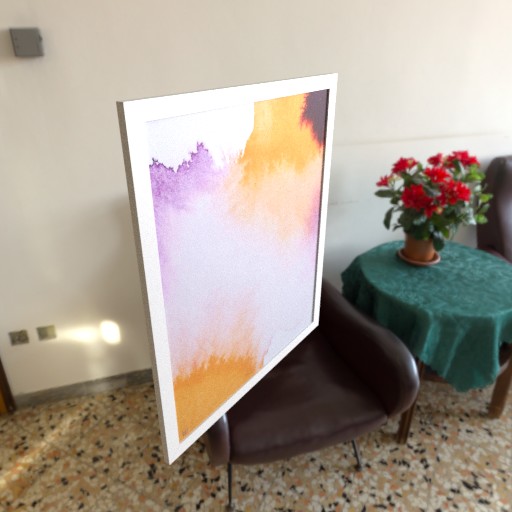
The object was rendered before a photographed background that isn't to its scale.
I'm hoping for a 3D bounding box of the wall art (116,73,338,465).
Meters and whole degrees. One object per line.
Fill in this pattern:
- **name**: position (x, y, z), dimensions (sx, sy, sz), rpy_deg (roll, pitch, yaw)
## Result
- **wall art**: position (0.000, 0.000, 0.765), dimensions (0.012, 0.557, 0.482), rpy_deg (18, 32, 32)
